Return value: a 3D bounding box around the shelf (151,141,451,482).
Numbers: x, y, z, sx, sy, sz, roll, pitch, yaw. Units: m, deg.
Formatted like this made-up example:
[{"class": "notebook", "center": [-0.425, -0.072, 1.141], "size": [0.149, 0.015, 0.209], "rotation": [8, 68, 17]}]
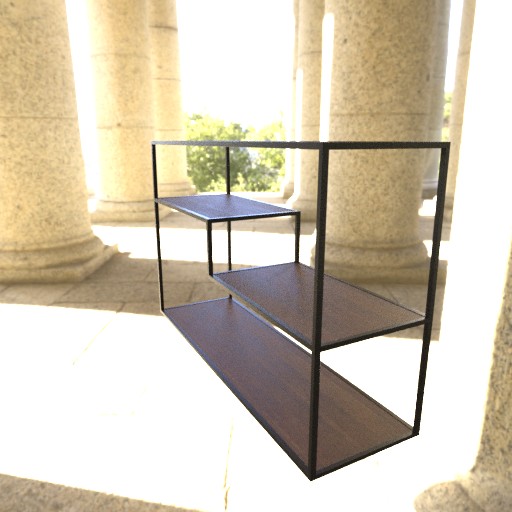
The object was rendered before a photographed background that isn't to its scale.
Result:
[{"class": "shelf", "center": [0.000, 0.000, 1.524], "size": [0.361, 0.765, 1.201], "rotation": [-8, 17, -27]}]
